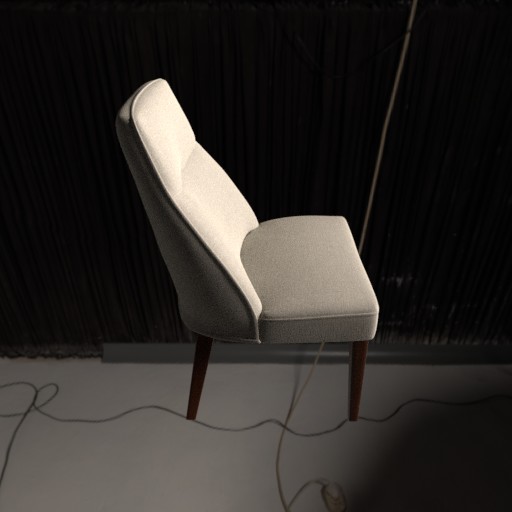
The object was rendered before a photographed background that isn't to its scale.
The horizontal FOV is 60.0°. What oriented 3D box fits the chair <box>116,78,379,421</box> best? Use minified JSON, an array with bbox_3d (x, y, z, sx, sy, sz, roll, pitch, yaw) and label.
[{"bbox_3d":[0.000,0.000,1.296,0.620,0.930,0.500,0,33,-1],"label":"chair"}]
